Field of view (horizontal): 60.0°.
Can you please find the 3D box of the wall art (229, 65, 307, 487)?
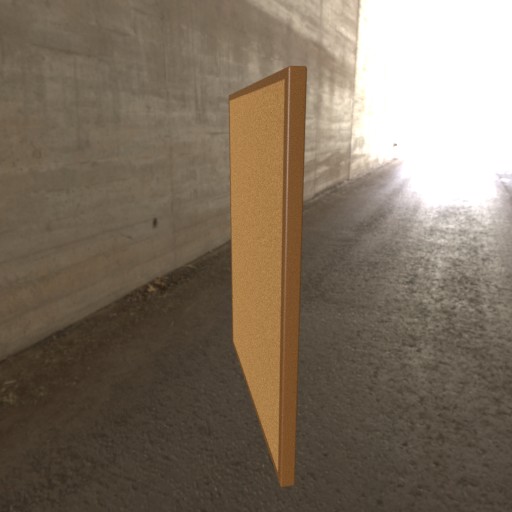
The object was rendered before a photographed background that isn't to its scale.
[{"bbox_3d":[0.000,0.000,0.761,0.021,0.550,0.449,-3,16,-11],"label":"wall art"}]
